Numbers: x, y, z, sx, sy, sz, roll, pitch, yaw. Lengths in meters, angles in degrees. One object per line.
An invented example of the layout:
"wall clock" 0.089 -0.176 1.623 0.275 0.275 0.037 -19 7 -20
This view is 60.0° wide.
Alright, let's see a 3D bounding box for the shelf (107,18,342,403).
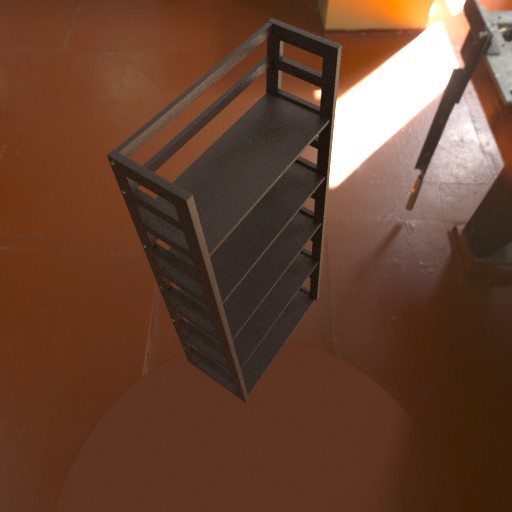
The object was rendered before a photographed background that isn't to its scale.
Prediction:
"shelf" 0.000 0.000 1.914 0.403 1.600 0.763 31 63 18
